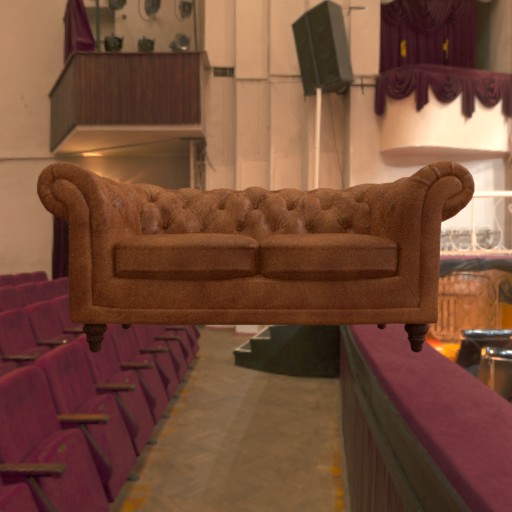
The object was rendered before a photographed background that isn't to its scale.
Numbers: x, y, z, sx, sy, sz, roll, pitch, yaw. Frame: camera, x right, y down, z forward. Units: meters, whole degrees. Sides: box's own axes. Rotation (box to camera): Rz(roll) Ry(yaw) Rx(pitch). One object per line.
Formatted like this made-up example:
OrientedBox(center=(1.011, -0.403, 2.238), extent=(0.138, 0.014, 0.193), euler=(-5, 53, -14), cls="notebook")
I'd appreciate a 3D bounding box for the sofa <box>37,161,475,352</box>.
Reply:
OrientedBox(center=(0.000, 0.000, 2.456), extent=(1.979, 0.877, 1.042), euler=(0, 1, 0), cls="sofa")
